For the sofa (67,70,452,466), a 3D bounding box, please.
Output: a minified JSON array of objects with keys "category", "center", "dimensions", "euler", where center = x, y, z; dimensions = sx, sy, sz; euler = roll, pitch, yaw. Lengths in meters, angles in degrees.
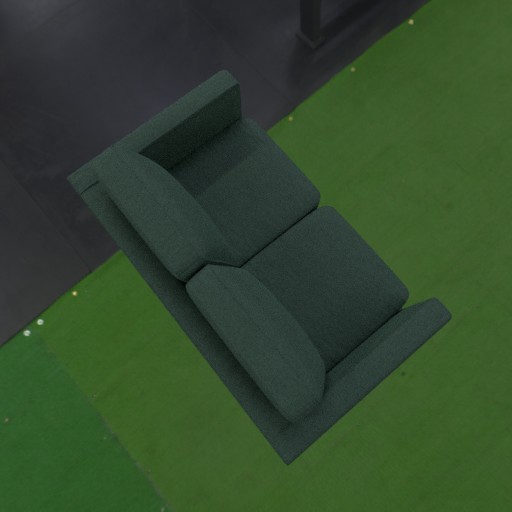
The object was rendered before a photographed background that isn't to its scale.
[{"category":"sofa","center":[0.000,0.000,1.999],"dimensions":[0.879,0.899,1.430],"euler":[-38,79,-9]}]
